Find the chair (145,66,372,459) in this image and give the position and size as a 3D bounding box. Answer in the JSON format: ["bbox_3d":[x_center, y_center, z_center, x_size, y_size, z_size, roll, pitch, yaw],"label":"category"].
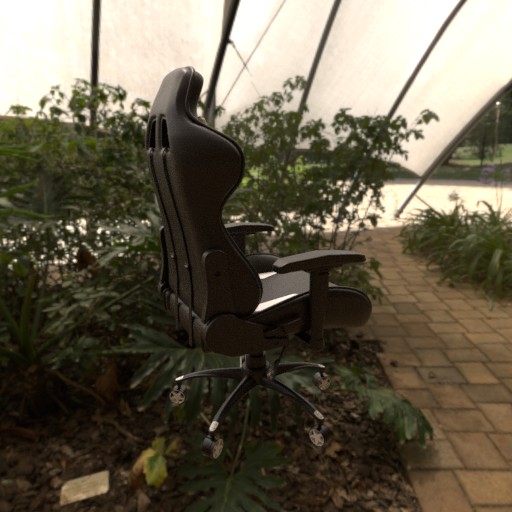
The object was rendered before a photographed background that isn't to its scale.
[{"bbox_3d":[0.000,0.000,1.672,0.695,1.285,0.730,-7,16,-27],"label":"chair"}]
